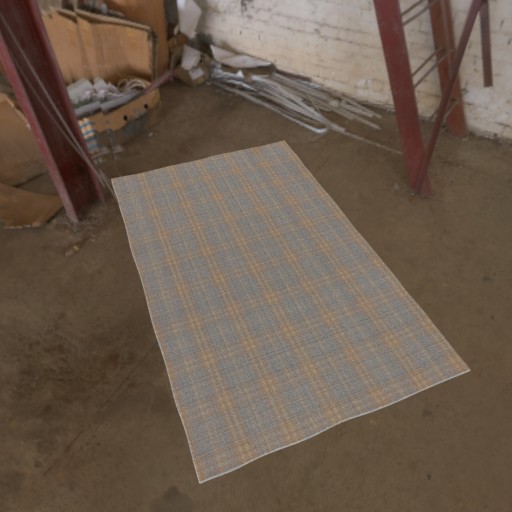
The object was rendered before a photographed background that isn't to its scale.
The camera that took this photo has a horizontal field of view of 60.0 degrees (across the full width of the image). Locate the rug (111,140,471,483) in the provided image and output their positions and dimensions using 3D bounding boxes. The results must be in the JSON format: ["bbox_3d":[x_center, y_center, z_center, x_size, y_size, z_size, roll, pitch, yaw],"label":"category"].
[{"bbox_3d":[0.000,0.000,2.995,1.545,0.016,2.460,-16,49,-15],"label":"rug"}]
